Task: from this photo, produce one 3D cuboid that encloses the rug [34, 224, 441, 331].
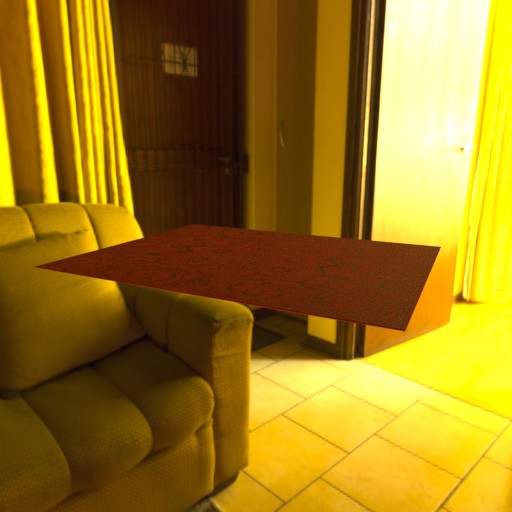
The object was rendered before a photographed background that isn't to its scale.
[{"bbox_3d":[0.000,0.000,4.002,2.929,0.012,2.300,7,15,26],"label":"rug"}]
